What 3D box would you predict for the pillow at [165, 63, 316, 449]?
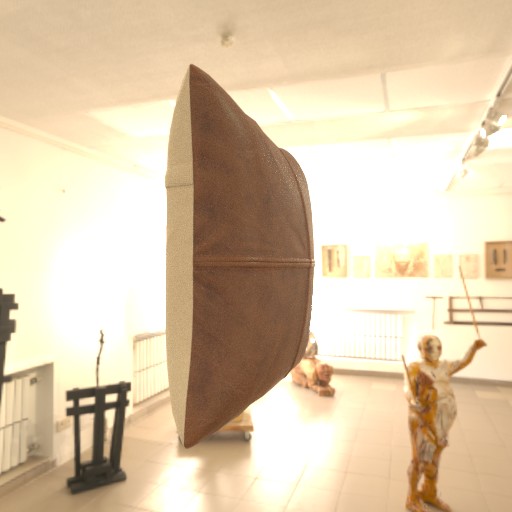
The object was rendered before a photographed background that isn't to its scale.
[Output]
[{"bbox_3d":[0.000,0.000,0.744,0.192,0.470,0.484,0,-1,18],"label":"pillow"}]
